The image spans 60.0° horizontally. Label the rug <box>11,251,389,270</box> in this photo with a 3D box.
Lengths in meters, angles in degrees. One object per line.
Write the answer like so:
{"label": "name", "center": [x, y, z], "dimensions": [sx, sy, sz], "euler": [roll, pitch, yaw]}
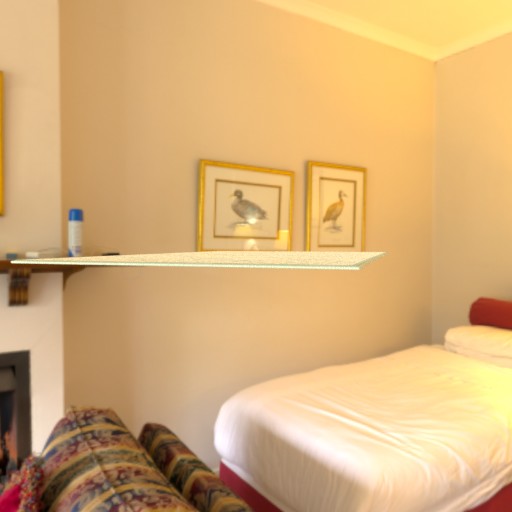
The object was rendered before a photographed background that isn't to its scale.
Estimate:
{"label": "rug", "center": [0.000, 0.000, 3.353], "dimensions": [1.819, 0.018, 2.746], "euler": [1, 2, 19]}
